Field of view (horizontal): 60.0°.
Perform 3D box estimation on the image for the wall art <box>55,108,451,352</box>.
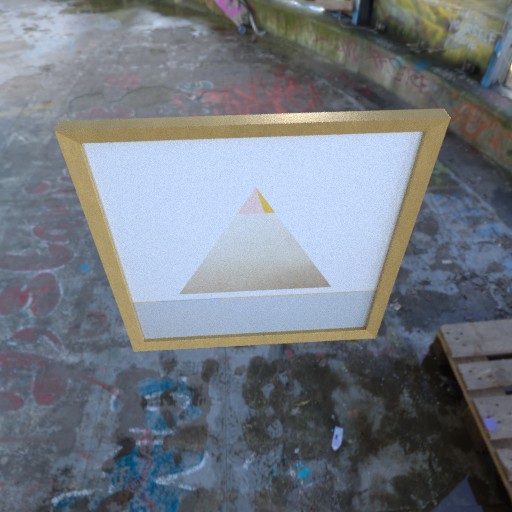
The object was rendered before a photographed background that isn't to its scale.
[{"bbox_3d":[0.000,0.000,2.887,1.935,1.936,0.097,-3,46,-3],"label":"wall art"}]
